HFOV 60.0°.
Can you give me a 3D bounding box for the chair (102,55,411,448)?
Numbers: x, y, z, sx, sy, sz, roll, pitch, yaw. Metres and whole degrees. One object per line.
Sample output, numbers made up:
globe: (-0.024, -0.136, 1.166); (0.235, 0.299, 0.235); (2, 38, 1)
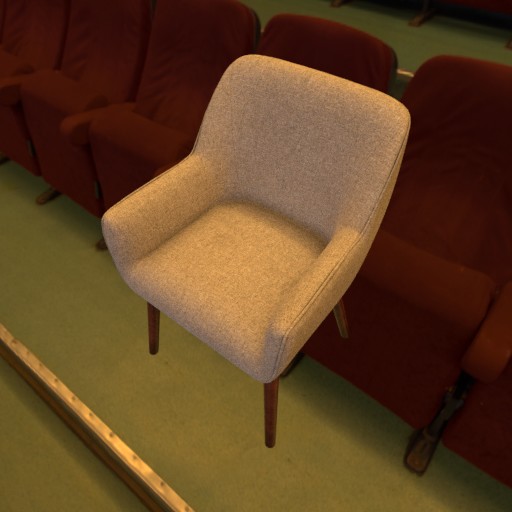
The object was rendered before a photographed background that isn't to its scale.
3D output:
chair: (0.000, 0.000, 1.156); (0.543, 0.803, 0.519); (30, 53, 25)
